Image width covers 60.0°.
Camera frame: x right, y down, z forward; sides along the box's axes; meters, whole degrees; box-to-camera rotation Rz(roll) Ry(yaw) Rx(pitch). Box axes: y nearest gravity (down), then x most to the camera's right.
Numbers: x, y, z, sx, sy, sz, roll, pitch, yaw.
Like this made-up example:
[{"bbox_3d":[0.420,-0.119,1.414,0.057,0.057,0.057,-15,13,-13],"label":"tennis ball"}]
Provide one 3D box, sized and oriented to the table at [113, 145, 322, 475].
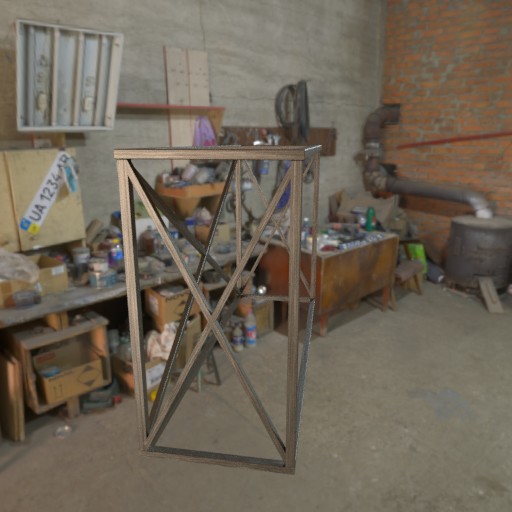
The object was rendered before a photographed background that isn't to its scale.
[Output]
[{"bbox_3d":[0.000,0.000,1.569,0.402,0.753,1.216,2,15,9],"label":"table"}]
